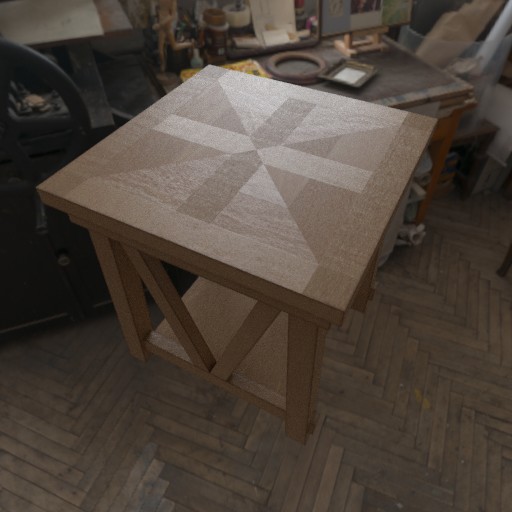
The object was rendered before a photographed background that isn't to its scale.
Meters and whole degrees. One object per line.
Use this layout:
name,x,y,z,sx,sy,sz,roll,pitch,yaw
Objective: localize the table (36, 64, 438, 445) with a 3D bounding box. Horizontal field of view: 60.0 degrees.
table,0.000,0.000,1.148,0.612,0.638,0.610,21,50,19
